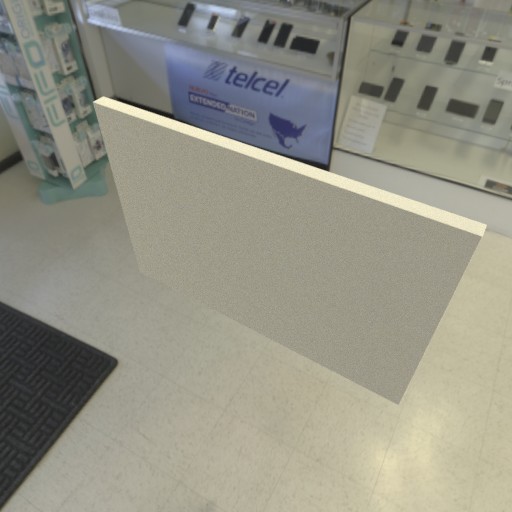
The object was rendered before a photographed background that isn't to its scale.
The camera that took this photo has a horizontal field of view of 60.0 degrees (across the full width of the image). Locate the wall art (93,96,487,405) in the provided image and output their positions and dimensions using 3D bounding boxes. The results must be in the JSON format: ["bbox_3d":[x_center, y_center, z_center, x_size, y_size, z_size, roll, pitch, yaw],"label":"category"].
[{"bbox_3d":[0.000,0.000,1.119,0.898,0.601,0.038,24,50,22],"label":"wall art"}]
